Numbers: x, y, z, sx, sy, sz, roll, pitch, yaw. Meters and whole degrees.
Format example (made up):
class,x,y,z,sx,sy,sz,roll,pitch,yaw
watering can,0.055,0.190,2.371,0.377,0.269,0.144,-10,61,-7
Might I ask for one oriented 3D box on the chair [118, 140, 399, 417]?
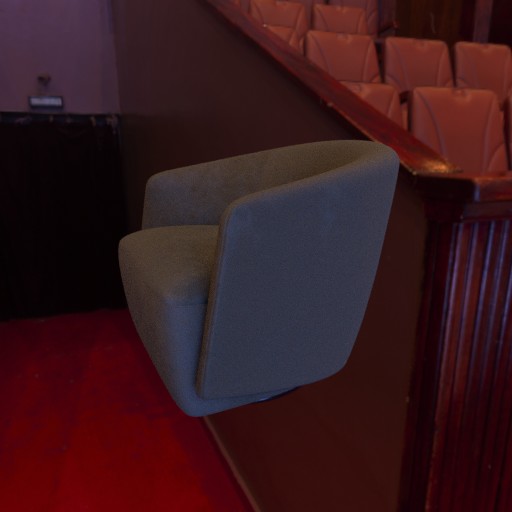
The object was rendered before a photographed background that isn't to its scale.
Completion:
class,x,y,z,sx,sy,sz,roll,pitch,yaw
chair,0.000,0.000,1.382,0.767,0.698,0.773,-7,16,-24
